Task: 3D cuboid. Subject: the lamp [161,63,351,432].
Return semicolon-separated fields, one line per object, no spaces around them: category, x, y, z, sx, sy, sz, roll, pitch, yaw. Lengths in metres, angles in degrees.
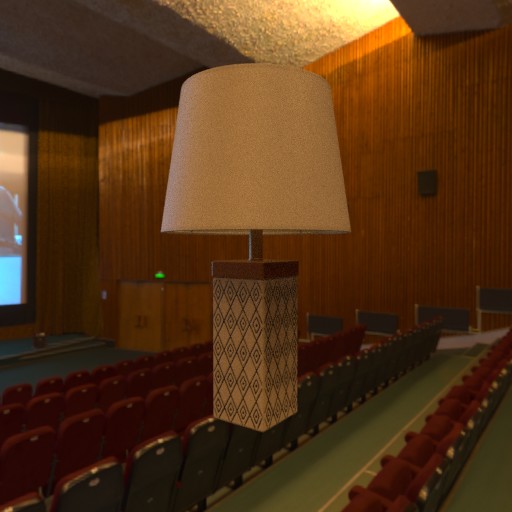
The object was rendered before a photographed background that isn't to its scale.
lamp;0.000;0.000;0.599;0.251;0.435;0.251;0;1;0
